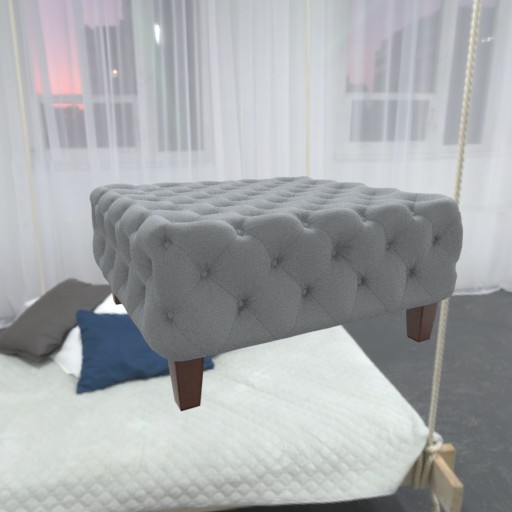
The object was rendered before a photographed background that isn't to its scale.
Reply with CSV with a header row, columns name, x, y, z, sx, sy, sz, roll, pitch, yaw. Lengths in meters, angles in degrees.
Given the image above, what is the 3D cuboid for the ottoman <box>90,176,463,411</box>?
name,x,y,z,sx,sy,sz,roll,pitch,yaw
ottoman,0.000,0.000,1.205,0.764,0.365,0.758,-8,17,-27
